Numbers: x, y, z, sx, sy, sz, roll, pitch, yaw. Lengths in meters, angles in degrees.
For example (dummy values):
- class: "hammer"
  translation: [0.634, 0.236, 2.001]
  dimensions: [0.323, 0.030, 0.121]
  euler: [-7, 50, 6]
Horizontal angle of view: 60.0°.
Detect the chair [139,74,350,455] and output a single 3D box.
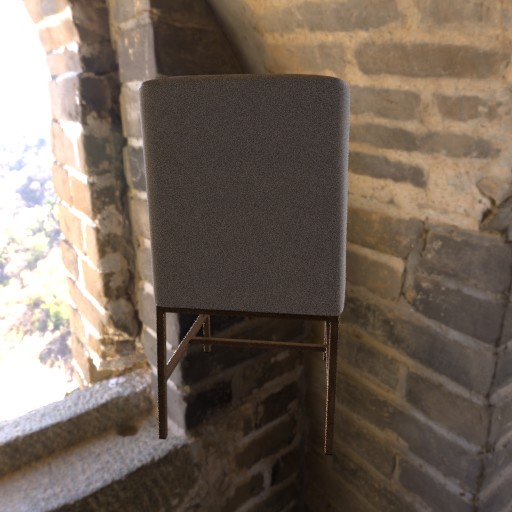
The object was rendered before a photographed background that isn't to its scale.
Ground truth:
- class: "chair"
  translation: [0.000, 0.000, 1.305]
  dimensions: [0.503, 0.933, 0.597]
  euler: [2, 16, 8]
